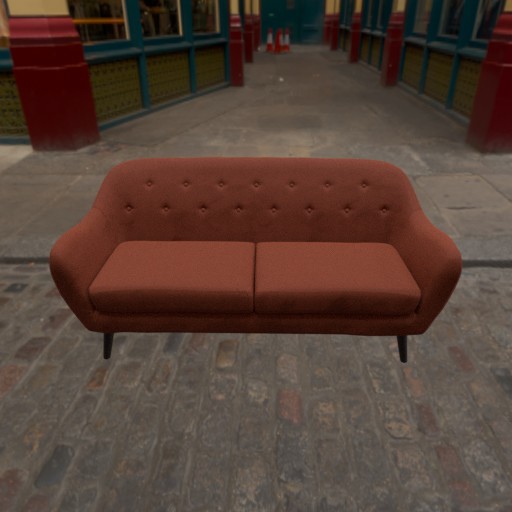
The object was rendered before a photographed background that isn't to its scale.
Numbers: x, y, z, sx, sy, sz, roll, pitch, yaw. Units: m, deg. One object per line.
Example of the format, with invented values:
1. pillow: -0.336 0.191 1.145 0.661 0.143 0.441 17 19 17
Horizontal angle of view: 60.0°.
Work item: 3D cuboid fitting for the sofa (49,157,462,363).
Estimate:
1. sofa: 0.000 0.000 2.344 1.840 0.836 0.820 0 29 1
